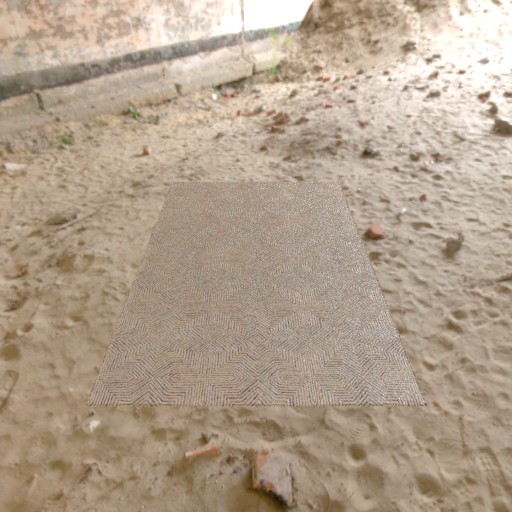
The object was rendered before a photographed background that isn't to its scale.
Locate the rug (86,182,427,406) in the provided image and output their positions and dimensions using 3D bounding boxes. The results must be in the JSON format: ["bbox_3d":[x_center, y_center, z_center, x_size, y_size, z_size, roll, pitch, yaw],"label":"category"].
[{"bbox_3d":[0.000,0.000,2.980,1.519,0.007,2.428,0,33,0],"label":"rug"}]
